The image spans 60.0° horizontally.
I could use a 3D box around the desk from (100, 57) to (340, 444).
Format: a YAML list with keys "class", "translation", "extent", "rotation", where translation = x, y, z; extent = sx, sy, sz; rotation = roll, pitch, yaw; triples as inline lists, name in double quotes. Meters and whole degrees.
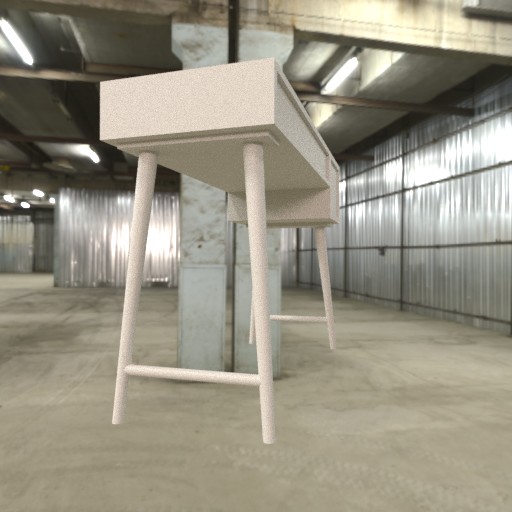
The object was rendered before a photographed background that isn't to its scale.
- class: "desk"
  translation: [0.000, 0.000, 1.428]
  extent: [0.409, 0.761, 1.069]
  rotation: [0, -1, 17]
